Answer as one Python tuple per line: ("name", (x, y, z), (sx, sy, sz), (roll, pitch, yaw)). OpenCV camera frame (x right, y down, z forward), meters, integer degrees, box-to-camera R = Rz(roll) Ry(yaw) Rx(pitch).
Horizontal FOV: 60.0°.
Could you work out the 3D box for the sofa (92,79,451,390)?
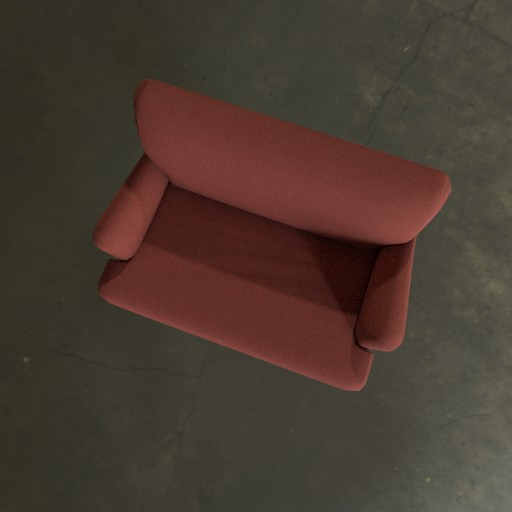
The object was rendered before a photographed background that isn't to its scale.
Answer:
("sofa", (0.000, 0.000, 1.882), (1.297, 0.889, 0.779), (19, 76, 5))
